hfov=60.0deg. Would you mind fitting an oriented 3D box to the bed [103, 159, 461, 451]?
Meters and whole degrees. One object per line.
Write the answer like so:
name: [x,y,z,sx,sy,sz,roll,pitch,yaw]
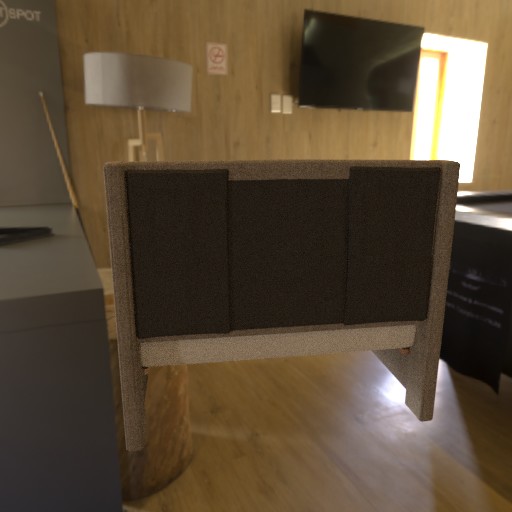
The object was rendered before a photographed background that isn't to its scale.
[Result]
bed: [0.000,0.000,3.311,1.714,1.476,2.245,-2,14,-9]
